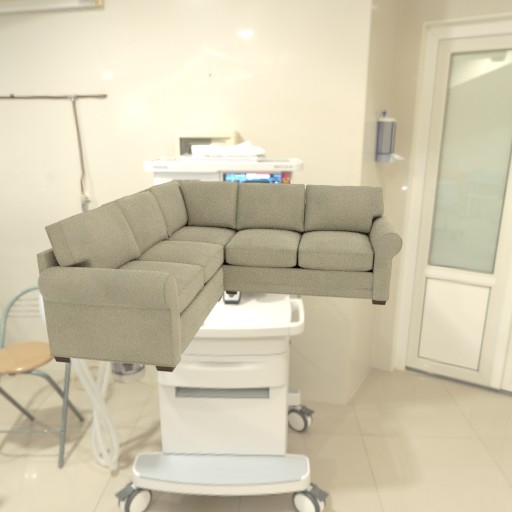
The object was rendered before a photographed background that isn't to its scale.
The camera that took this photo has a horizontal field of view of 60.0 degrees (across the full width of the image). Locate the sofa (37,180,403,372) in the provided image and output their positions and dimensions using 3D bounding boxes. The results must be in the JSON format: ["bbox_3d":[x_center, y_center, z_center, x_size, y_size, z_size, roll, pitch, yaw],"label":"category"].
[{"bbox_3d":[0.000,0.000,3.883,2.562,1.053,2.487,3,16,9],"label":"sofa"}]
